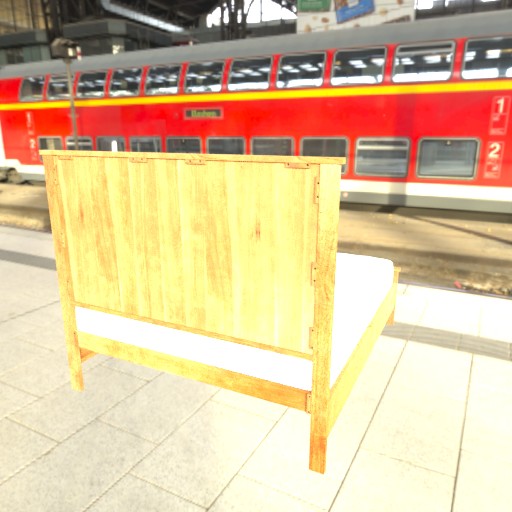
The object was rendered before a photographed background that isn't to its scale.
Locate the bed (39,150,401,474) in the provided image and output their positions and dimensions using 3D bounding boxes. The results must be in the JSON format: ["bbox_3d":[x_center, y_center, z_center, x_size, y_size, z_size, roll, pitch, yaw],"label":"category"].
[{"bbox_3d":[0.000,0.000,3.532,1.936,1.686,2.201,8,17,25],"label":"bed"}]
